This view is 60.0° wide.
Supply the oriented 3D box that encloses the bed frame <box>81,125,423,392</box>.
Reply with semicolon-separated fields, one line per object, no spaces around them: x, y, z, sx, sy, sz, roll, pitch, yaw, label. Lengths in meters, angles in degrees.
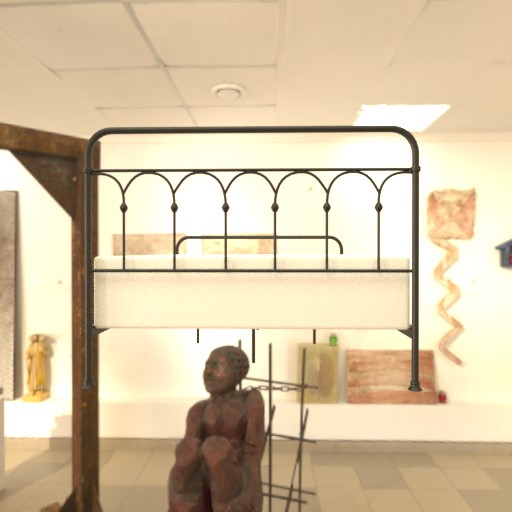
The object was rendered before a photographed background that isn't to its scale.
0.000;0.000;3.226;1.664;1.276;2.203;0;0;1;bed frame
